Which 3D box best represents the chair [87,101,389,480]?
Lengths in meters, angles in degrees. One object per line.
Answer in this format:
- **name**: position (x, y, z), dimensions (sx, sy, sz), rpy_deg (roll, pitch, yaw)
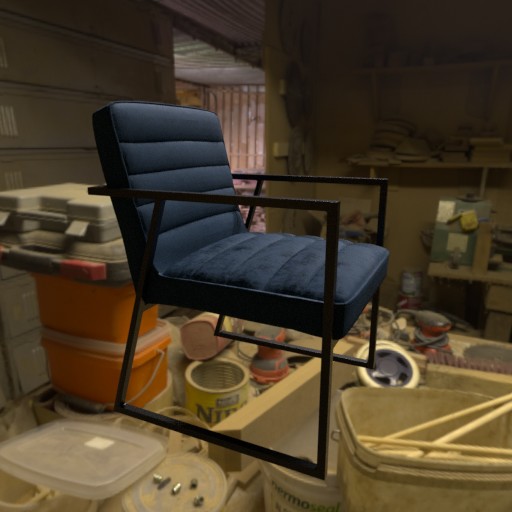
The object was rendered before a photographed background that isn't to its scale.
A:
- **chair**: position (0.000, 0.000, 1.257), dimensions (0.677, 0.833, 0.571), rpy_deg (7, 16, 25)
